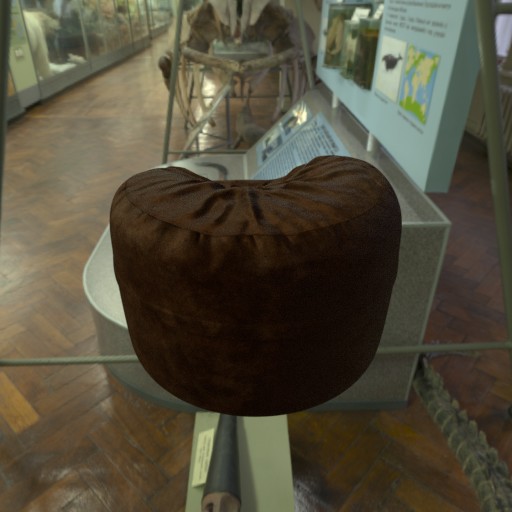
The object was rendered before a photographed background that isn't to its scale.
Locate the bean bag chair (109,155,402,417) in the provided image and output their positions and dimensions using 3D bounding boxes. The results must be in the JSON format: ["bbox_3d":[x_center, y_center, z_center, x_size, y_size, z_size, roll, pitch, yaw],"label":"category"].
[{"bbox_3d":[0.000,0.000,1.499,0.918,0.616,0.918,0,30,0],"label":"bean bag chair"}]
